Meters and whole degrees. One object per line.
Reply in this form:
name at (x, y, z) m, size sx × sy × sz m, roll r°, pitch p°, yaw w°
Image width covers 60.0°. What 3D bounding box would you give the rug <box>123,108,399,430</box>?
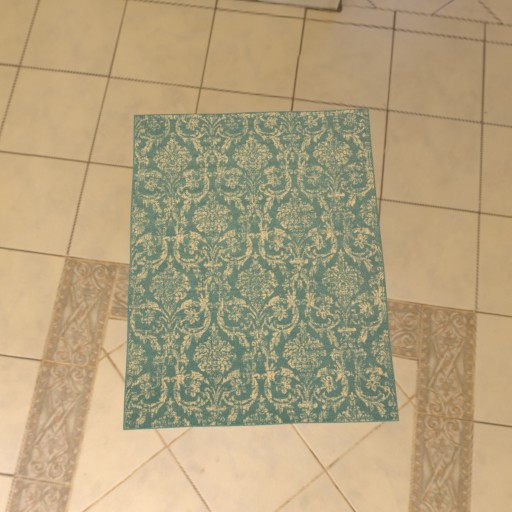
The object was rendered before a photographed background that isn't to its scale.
rug at (0.000, 0.000, 4.124) m, size 2.363 × 0.012 × 2.980 m, roll -2°, pitch 77°, yaw 0°
